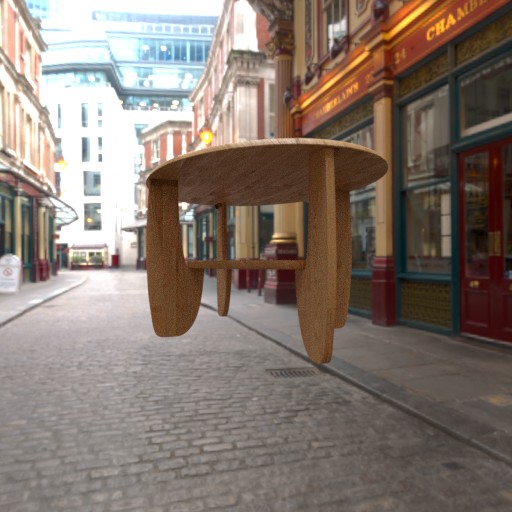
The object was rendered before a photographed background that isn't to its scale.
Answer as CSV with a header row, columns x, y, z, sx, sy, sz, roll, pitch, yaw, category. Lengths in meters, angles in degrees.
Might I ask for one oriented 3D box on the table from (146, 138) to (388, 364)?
x,y,z,sx,sy,sz,roll,pitch,yaw,category
0.000,0.000,1.431,0.690,0.490,1.040,0,-1,-18,table
